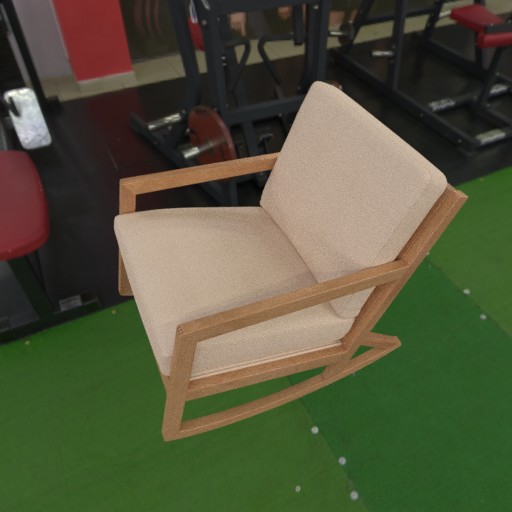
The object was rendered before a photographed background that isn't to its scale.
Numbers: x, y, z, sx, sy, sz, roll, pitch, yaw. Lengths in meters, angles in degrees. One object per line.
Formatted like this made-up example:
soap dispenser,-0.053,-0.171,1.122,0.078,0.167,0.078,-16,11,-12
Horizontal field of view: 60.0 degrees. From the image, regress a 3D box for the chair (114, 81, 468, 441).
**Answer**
chair,0.000,0.000,1.384,0.857,0.790,0.622,-18,49,-16
